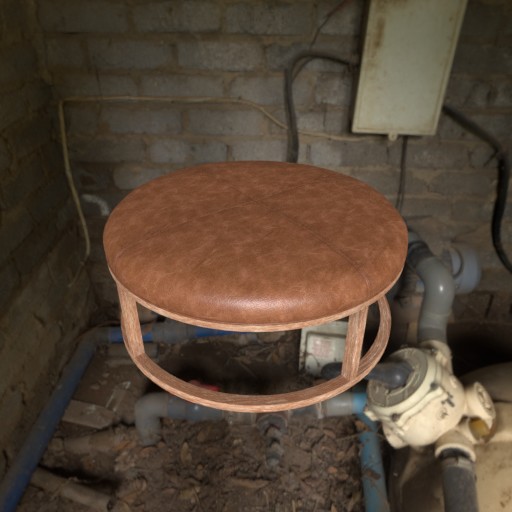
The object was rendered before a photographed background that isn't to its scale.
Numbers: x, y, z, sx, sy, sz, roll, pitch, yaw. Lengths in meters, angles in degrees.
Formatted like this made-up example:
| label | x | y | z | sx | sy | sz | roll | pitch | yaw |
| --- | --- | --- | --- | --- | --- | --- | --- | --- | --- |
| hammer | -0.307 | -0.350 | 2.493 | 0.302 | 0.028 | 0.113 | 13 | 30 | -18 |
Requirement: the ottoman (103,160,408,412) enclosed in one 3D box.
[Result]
| label | x | y | z | sx | sy | sz | roll | pitch | yaw |
| --- | --- | --- | --- | --- | --- | --- | --- | --- | --- |
| ottoman | 0.000 | 0.000 | 1.586 | 1.006 | 0.445 | 1.006 | 0 | 32 | 0 |
